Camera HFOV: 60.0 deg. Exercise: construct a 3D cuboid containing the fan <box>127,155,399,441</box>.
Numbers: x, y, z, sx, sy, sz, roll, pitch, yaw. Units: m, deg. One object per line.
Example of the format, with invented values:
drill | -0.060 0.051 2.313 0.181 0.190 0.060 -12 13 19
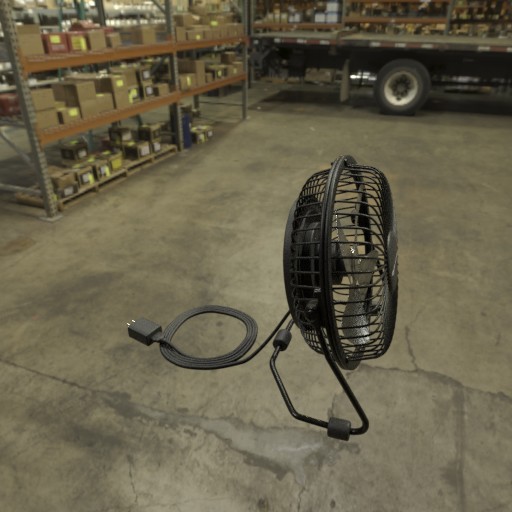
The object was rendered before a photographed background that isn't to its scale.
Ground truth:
fan | 0.000 0.000 0.315 0.202 0.152 0.153 10 31 18
